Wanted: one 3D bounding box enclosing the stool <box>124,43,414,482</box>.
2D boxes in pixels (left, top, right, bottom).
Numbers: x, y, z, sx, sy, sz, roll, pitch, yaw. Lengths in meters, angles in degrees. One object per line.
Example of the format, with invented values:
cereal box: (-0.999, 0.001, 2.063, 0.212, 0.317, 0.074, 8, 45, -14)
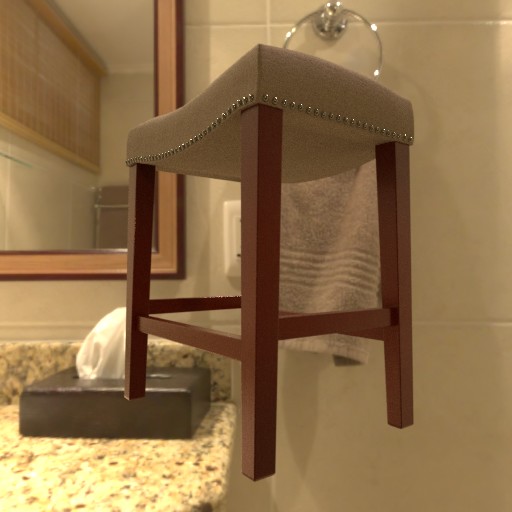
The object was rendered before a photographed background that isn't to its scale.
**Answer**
stool: (0.000, 0.000, 0.912, 0.375, 0.632, 0.509, 1, -2, -37)
